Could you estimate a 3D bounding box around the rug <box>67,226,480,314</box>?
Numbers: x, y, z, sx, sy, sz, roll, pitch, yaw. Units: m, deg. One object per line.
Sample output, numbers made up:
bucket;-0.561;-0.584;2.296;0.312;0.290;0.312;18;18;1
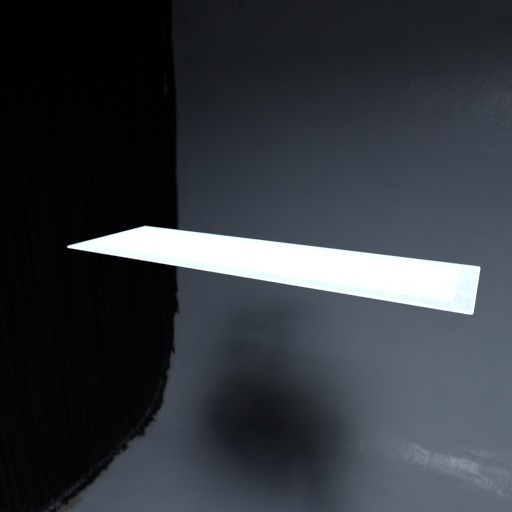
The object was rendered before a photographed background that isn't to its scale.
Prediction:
rug;0.000;0.000;2.700;2.430;0.012;0.759;8;17;27
